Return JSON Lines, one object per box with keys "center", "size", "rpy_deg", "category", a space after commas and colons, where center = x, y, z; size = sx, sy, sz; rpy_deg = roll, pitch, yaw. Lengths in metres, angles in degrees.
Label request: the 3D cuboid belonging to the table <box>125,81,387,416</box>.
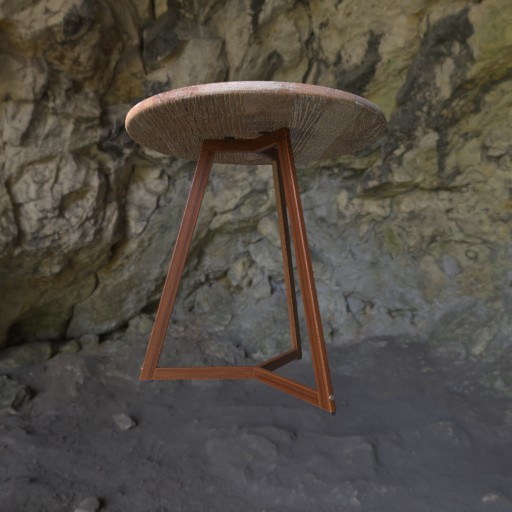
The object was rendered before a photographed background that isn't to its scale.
{"center": [0.000, 0.000, 0.883], "size": [0.500, 0.500, 0.500], "rpy_deg": [0, 0, 0], "category": "table"}
